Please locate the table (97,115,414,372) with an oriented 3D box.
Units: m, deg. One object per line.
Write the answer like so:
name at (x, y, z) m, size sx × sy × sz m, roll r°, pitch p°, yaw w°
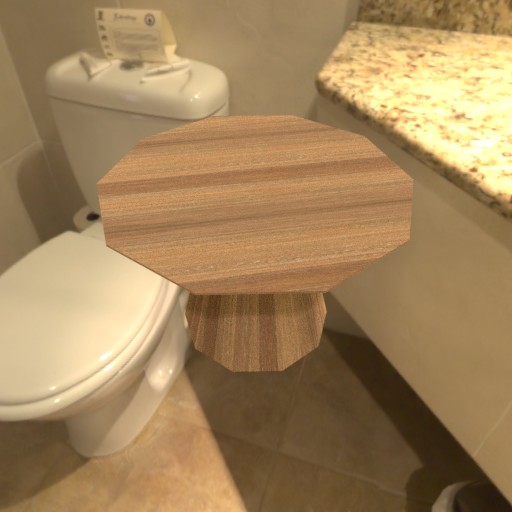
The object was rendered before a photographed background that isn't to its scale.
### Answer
table at (0.000, 0.000, 1.911) m, size 1.186 × 0.752 × 1.186 m, roll 0°, pitch 42°, yaw 0°
